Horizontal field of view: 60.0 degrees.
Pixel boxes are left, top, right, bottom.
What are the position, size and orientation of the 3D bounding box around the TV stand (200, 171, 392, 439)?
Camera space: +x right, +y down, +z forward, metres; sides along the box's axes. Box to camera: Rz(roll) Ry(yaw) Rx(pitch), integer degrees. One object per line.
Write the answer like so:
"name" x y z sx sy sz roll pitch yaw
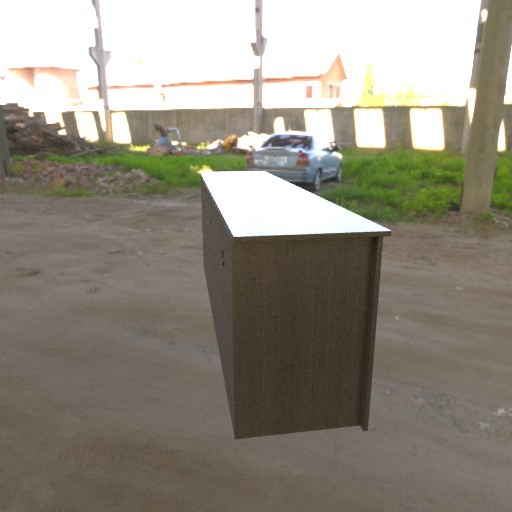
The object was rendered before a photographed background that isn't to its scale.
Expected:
"TV stand" 0.000 0.000 2.028 0.406 0.610 1.778 -3 16 -9
